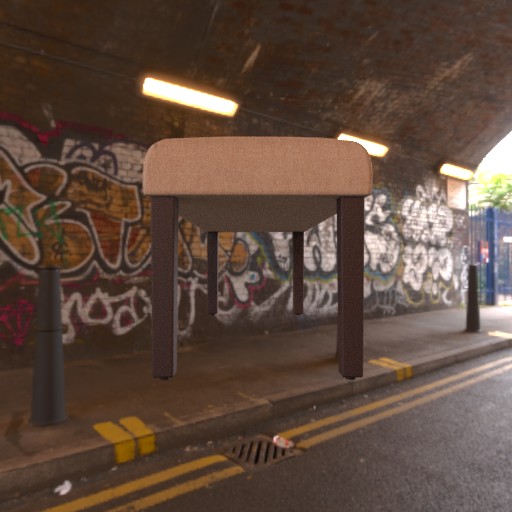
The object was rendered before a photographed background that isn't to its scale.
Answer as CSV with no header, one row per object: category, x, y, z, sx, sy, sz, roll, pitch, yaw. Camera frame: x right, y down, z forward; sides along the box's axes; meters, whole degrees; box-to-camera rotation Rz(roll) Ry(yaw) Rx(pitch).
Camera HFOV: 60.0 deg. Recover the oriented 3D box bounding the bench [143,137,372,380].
bench,0.000,0.000,1.280,0.407,0.456,1.013,0,-1,0
